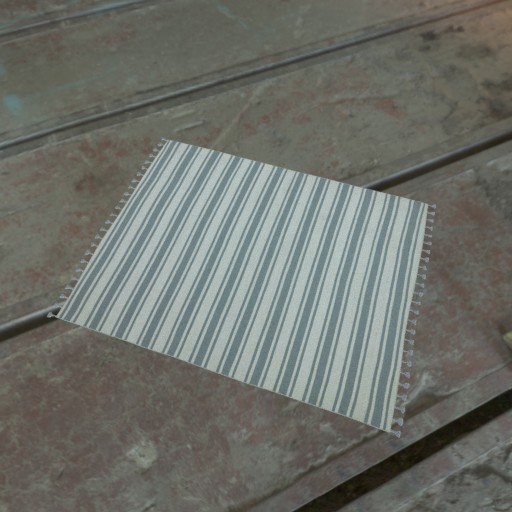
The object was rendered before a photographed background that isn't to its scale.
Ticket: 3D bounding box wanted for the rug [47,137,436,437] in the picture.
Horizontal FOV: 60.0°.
[{"bbox_3d":[0.000,0.000,4.322,3.201,0.005,2.439,16,59,10],"label":"rug"}]
